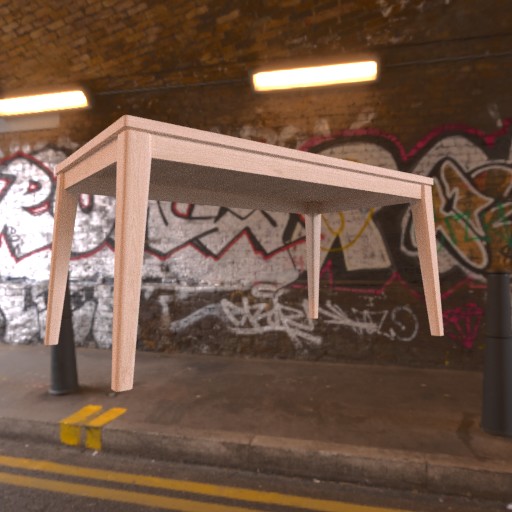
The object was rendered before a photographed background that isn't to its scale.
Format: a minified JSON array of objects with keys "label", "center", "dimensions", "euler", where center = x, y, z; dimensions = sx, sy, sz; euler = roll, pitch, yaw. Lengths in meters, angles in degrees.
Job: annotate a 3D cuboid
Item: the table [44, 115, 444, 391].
[{"label":"table","center":[0.000,0.000,2.027],"dimensions":[1.600,0.760,0.900],"euler":[1,-1,-37]}]
